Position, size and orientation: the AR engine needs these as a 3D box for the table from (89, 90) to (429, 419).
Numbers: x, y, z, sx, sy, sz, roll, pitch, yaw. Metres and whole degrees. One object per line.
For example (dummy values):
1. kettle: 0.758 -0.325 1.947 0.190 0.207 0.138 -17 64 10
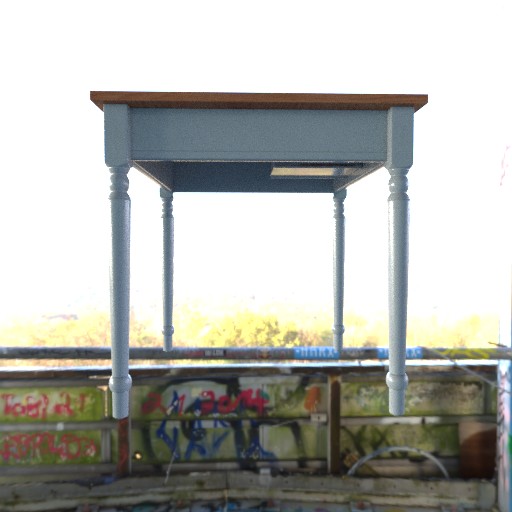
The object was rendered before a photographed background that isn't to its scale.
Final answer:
1. table: 0.000 0.000 1.355 0.747 0.738 0.747 0 1 -2
